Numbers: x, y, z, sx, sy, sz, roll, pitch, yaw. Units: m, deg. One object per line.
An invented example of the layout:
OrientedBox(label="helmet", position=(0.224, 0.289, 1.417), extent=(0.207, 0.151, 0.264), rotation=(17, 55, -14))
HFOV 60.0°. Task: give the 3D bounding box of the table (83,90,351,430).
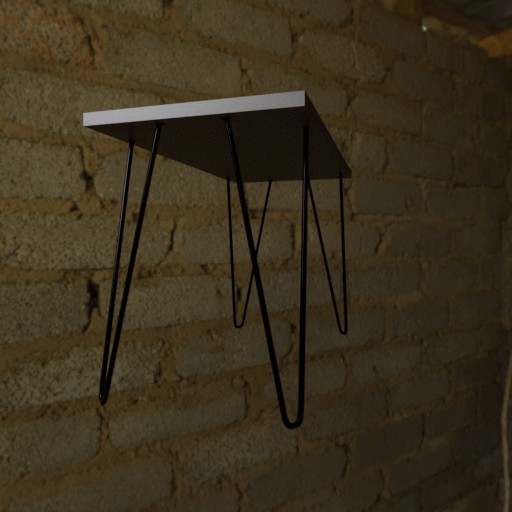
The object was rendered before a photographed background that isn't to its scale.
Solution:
OrientedBox(label="table", position=(0.000, 0.000, 1.394), extent=(0.499, 0.660, 0.991), rotation=(1, 2, 17))
